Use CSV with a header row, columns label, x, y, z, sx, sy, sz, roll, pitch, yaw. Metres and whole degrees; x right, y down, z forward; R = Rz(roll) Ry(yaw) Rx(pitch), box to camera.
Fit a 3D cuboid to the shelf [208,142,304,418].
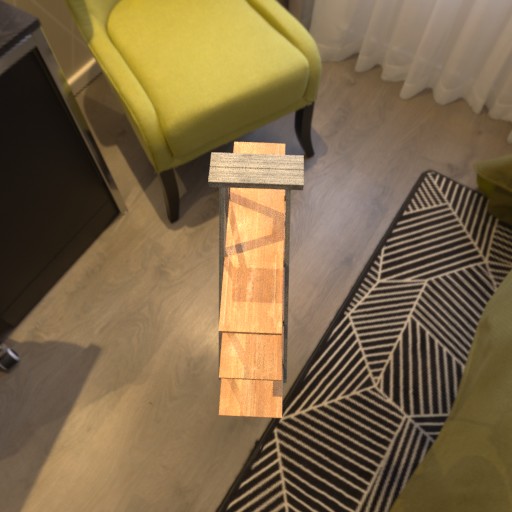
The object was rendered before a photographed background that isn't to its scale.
label,x,y,z,sx,sy,sz,roll,pitch,yaw
shelf,0.000,0.000,2.759,0.508,1.808,1.746,2,64,1
